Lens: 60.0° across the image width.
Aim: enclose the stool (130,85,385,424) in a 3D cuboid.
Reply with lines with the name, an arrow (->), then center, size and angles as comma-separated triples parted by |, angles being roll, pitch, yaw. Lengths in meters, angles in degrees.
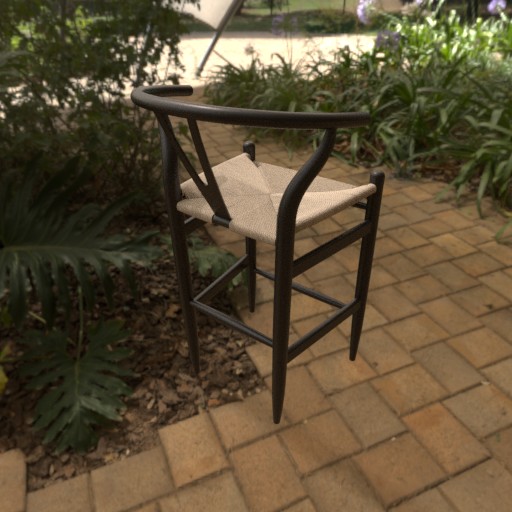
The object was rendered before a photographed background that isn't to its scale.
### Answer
stool -> 0.000, 0.000, 1.302 | 0.569, 0.970, 0.579 | 22, 37, 32
